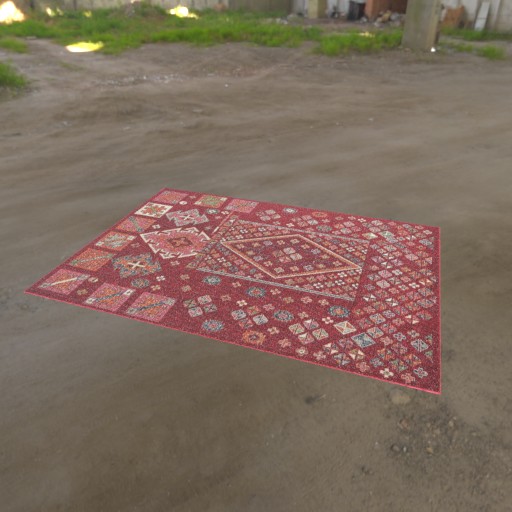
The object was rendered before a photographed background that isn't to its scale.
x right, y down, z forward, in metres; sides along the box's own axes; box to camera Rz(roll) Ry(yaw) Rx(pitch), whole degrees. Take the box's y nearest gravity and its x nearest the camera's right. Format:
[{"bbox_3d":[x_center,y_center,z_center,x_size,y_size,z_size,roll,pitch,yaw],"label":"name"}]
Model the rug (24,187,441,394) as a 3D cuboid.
[{"bbox_3d":[0.000,0.000,4.219,3.306,0.011,2.389,10,33,16],"label":"rug"}]
